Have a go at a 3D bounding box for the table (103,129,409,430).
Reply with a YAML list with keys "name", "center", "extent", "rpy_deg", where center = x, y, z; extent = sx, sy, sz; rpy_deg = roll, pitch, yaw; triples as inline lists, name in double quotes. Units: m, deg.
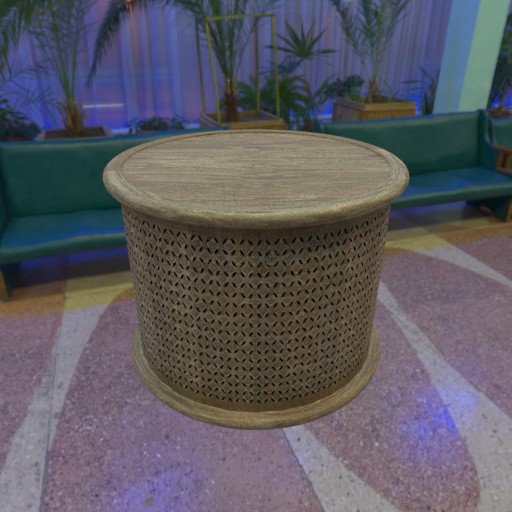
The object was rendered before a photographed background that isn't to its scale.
- name: "table"
  center: [0.000, 0.000, 1.016]
  extent: [0.607, 0.450, 0.607]
  rpy_deg: [0, 28, 0]
